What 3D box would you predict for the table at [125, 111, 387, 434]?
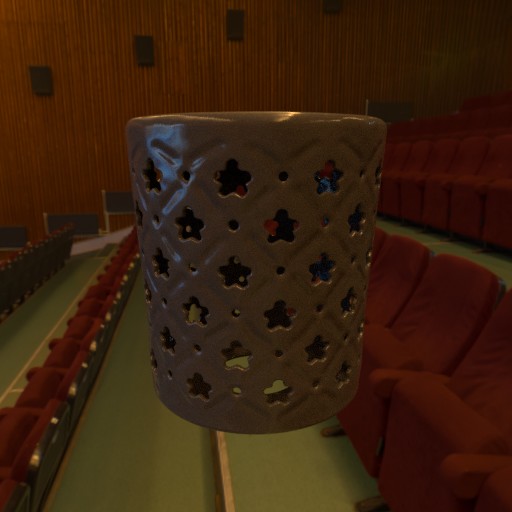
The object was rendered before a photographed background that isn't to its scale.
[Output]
[{"bbox_3d":[0.000,0.000,0.657,0.352,0.387,0.352,0,13,0],"label":"table"}]
